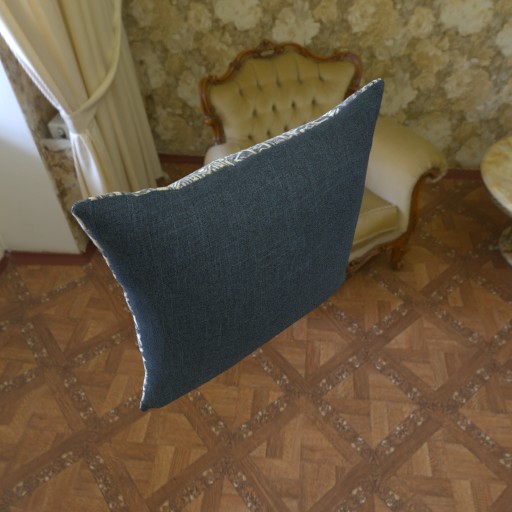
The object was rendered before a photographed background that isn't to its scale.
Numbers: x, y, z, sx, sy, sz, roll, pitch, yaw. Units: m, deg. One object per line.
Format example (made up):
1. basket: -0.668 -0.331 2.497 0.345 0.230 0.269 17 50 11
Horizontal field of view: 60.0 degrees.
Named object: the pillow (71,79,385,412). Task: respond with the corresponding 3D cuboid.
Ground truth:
1. pillow: 0.000 0.000 0.775 0.546 0.487 0.180 -30 52 -27
